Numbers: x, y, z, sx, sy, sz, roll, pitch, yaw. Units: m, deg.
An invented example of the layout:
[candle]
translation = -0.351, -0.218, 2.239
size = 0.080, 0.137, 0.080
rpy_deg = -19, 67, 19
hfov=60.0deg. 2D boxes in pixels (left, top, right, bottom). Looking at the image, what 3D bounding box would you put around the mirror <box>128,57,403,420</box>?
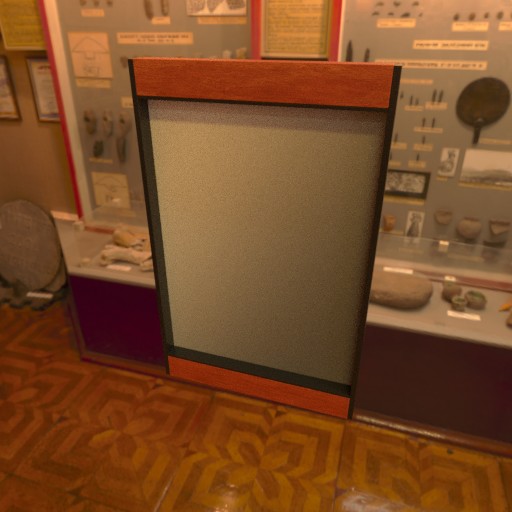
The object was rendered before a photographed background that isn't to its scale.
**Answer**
[mirror]
translation = 0.000, 0.000, 1.018
size = 0.525, 0.823, 0.047
rpy_deg = 9, 29, 16
